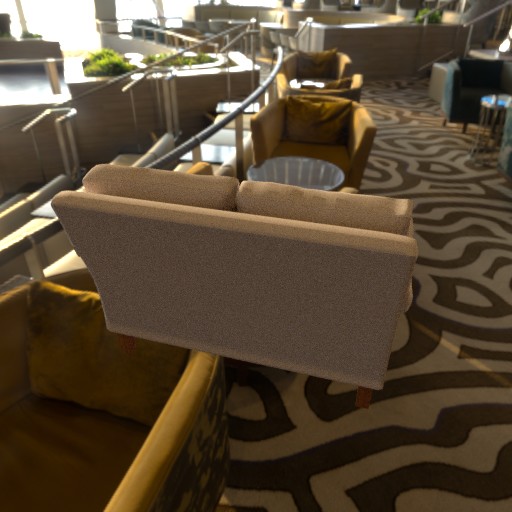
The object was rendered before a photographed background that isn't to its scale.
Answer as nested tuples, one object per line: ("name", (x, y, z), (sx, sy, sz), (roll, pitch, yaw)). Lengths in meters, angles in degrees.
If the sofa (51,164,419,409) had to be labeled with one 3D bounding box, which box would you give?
("sofa", (0.000, 0.000, 2.292), (1.508, 1.048, 1.087), (9, 33, 14))
